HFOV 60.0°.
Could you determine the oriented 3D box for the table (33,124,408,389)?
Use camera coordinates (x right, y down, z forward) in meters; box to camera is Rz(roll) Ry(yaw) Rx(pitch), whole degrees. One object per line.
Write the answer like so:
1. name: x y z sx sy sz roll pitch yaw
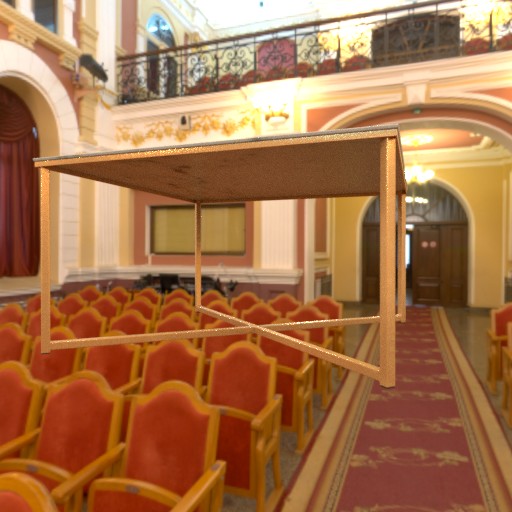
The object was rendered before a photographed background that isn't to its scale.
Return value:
1. table: 0.000 0.000 1.257 0.800 0.450 0.800 0 0 20
